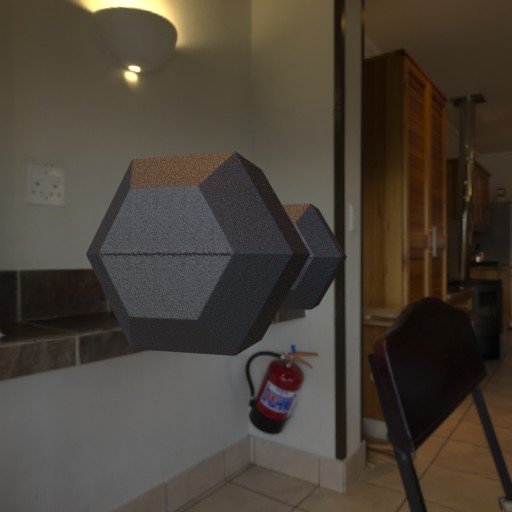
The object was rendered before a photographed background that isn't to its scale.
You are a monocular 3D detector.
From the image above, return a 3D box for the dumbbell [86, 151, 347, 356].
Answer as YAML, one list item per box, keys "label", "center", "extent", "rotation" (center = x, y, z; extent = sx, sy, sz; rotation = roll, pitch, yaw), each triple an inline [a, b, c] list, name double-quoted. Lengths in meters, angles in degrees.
- label: "dumbbell"
  center: [0.000, 0.000, 0.319]
  extent: [0.106, 0.092, 0.272]
  rotation: [0, -1, 17]
